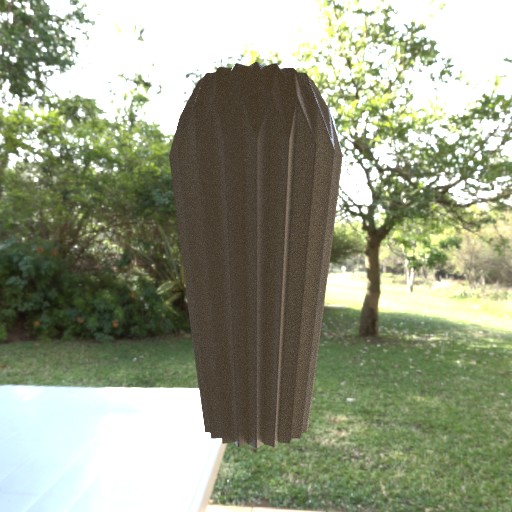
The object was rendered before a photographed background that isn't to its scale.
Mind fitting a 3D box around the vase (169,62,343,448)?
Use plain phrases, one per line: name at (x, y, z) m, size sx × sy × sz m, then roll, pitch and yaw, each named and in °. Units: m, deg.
vase at (0.000, 0.000, 0.343) m, size 0.133 × 0.263 × 0.133 m, roll 0°, pitch 0°, yaw 0°
